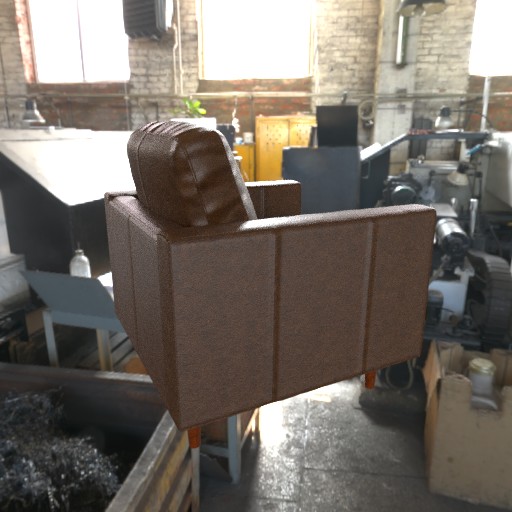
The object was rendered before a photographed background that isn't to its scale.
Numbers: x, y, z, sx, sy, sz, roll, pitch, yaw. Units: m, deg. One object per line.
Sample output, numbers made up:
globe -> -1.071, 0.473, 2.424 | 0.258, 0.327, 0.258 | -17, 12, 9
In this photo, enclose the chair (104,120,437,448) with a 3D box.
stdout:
chair -> 0.000, 0.000, 1.643 | 0.909, 0.956, 0.890 | -8, 18, -26
